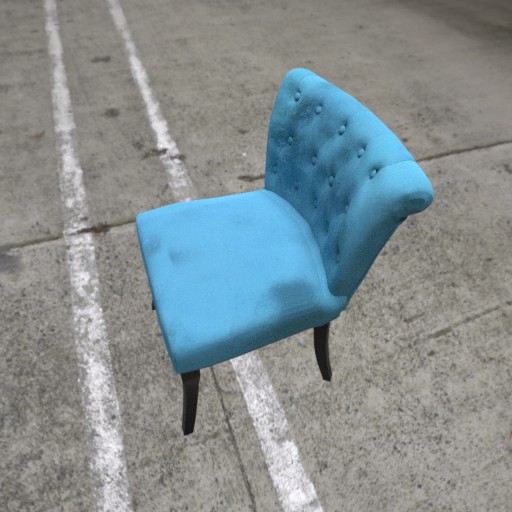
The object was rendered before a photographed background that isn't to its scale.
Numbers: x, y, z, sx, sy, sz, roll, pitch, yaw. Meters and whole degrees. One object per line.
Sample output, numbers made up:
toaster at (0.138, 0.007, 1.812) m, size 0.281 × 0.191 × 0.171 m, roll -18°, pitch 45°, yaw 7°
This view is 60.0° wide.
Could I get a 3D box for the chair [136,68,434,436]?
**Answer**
chair at (0.000, 0.000, 1.201) m, size 0.605 × 0.750 × 0.582 m, roll -14°, pitch 47°, yaw -14°
